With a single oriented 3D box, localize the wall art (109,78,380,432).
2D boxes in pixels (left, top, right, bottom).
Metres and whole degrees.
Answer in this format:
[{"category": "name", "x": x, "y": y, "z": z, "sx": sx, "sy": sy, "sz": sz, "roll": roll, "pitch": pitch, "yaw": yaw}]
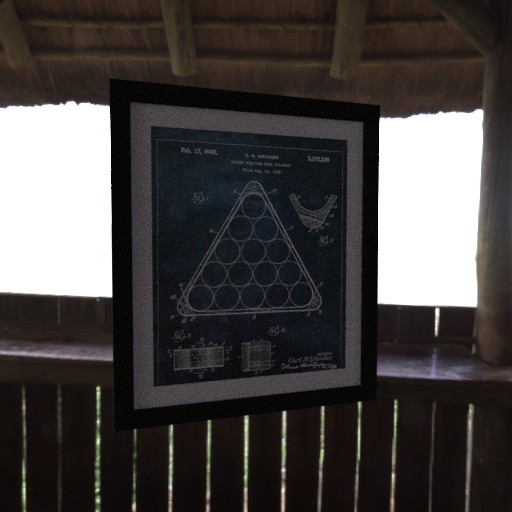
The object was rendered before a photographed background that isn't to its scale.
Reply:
[{"category": "wall art", "x": 0.000, "y": 0.000, "z": 0.502, "sx": 0.311, "sy": 0.361, "sz": 0.010, "roll": -1, "pitch": 3, "yaw": -17}]
